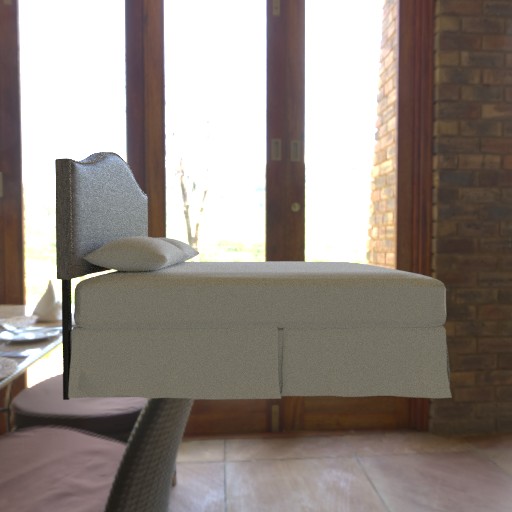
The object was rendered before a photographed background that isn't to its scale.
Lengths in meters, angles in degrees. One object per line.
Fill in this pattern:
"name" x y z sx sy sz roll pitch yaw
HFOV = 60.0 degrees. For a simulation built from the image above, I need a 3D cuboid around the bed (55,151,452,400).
"bed" 0.000 0.000 2.835 1.870 1.295 1.610 0 2 -1
